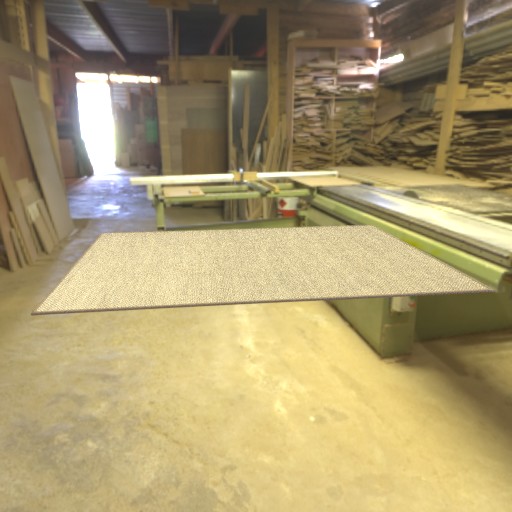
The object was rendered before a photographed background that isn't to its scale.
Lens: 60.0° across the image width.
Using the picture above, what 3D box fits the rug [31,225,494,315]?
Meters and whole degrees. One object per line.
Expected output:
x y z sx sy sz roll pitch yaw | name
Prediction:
0.000 0.000 2.713 2.115 0.013 1.517 -2 16 -7 | rug
